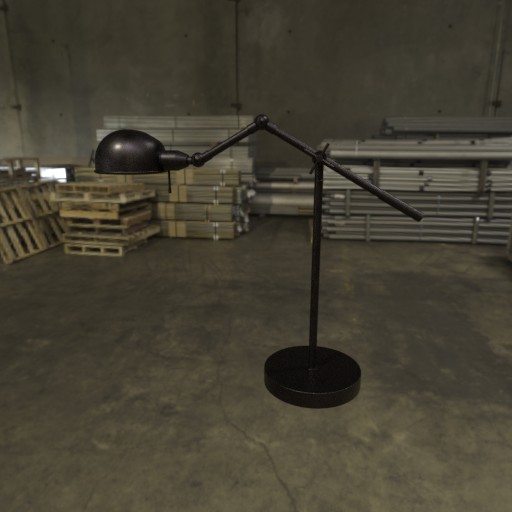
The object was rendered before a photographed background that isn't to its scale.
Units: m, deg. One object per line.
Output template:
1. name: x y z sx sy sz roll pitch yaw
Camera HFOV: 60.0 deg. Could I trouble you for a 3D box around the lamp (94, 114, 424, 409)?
1. lamp: 0.000 0.000 0.816 0.567 0.495 0.185 2 15 8
